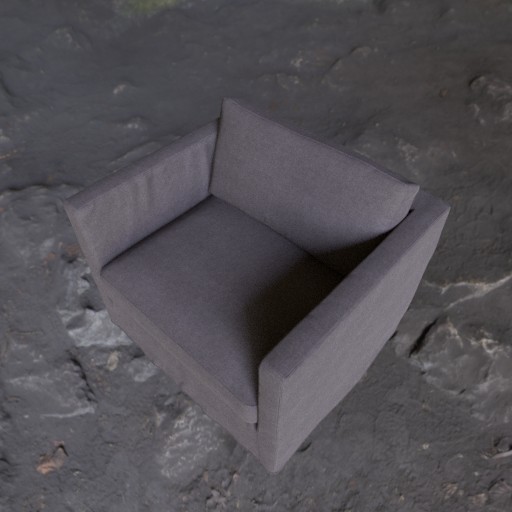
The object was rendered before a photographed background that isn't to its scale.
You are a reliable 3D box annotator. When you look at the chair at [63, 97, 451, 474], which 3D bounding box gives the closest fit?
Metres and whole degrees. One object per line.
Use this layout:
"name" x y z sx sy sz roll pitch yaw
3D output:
"chair" 0.000 0.000 1.745 1.057 0.863 0.949 34 56 27
